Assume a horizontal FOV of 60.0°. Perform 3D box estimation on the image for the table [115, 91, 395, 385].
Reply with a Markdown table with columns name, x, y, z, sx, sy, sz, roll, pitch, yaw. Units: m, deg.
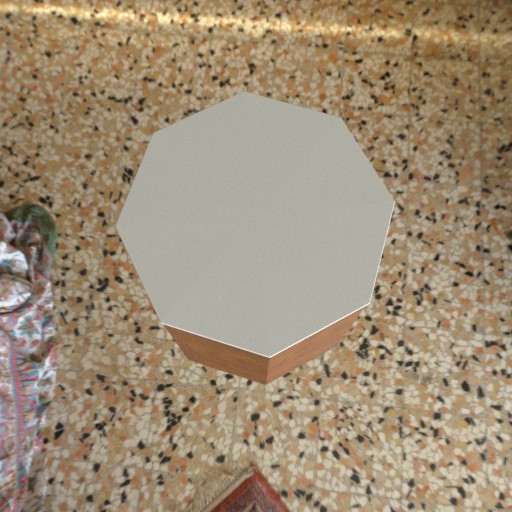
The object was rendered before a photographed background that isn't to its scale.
| name | x | y | z | sx | sy | sz | roll | pitch | yaw |
| --- | --- | --- | --- | --- | --- | --- | --- | --- | --- |
| table | 0.000 | 0.000 | 0.807 | 0.439 | 0.457 | 0.439 | 15 | 76 | 4 |
